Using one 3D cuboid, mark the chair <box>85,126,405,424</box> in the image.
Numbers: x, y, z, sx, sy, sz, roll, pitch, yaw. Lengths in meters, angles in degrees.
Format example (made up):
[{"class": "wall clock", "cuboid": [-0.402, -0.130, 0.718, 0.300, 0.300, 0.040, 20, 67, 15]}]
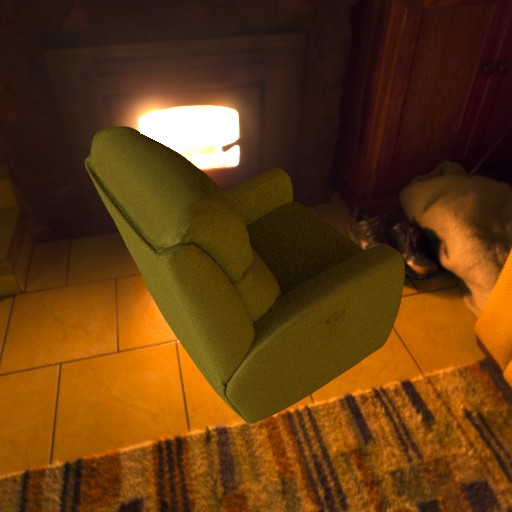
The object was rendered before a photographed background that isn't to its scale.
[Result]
[{"class": "chair", "cuboid": [0.000, 0.000, 1.667, 0.940, 1.016, 0.794, -24, 45, -26]}]
